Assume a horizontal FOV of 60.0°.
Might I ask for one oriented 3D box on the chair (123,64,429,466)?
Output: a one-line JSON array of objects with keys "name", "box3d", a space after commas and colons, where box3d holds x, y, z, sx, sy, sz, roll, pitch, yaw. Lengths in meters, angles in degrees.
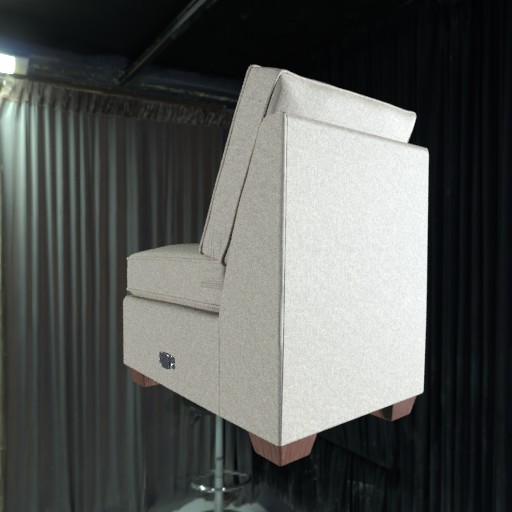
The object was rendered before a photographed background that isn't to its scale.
[{"name": "chair", "box3d": [0.000, 0.000, 1.663, 0.674, 1.058, 1.020, -1, 2, -39]}]
